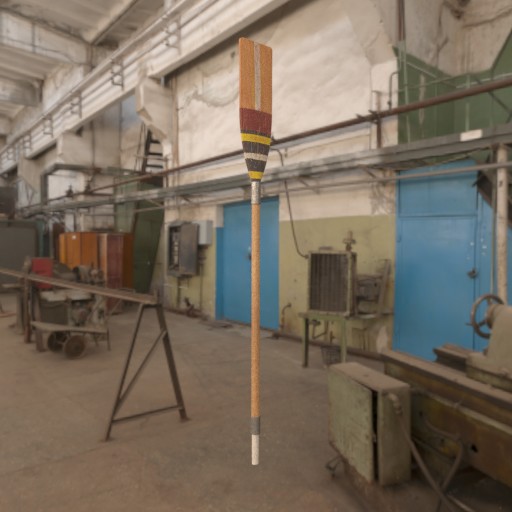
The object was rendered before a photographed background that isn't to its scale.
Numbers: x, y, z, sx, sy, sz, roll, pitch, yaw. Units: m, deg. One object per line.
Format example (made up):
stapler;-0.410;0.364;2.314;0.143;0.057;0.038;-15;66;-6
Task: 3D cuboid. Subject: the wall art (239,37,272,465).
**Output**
wall art;0.000;0.000;1.638;0.146;1.556;0.038;-1;2;-37
